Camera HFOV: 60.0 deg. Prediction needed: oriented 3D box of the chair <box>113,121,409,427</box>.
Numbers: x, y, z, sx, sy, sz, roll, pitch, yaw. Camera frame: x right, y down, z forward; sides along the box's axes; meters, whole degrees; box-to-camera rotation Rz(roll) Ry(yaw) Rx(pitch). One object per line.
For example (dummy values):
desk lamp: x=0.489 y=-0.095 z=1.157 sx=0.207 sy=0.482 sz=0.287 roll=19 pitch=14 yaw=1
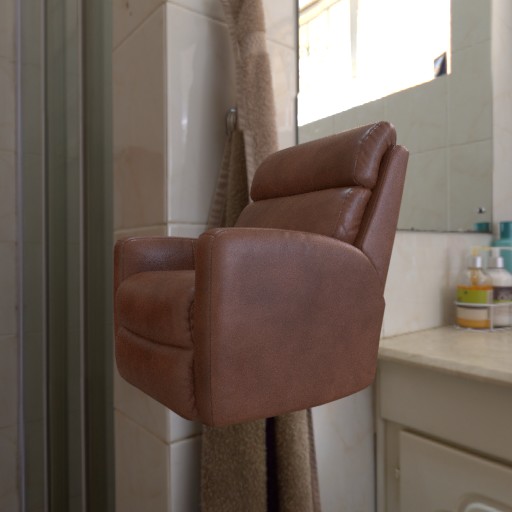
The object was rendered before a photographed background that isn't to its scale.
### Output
chair: x=0.000 y=0.000 z=1.696 sx=0.939 sy=1.016 sz=0.787 roll=0 pitch=0 yaw=-36
